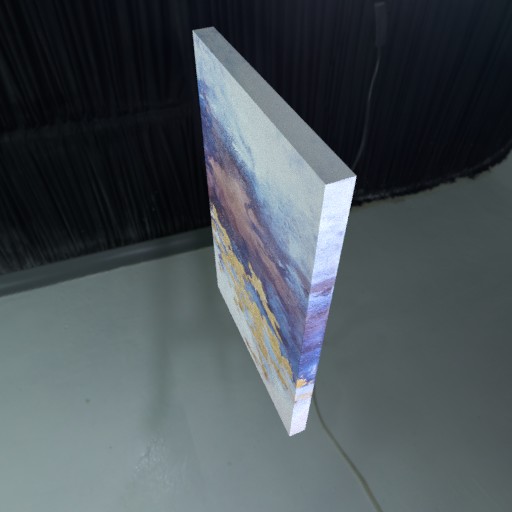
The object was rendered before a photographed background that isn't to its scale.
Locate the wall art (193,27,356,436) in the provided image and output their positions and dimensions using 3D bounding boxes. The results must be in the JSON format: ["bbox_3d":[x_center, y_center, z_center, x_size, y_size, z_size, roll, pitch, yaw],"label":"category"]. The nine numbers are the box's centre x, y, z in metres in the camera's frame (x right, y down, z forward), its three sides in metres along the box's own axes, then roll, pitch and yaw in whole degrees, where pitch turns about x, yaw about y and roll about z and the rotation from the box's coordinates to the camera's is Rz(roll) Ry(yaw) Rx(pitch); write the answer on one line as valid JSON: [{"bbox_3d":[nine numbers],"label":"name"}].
[{"bbox_3d":[0.000,0.000,1.099,0.048,0.874,0.583,-17,49,-16],"label":"wall art"}]
